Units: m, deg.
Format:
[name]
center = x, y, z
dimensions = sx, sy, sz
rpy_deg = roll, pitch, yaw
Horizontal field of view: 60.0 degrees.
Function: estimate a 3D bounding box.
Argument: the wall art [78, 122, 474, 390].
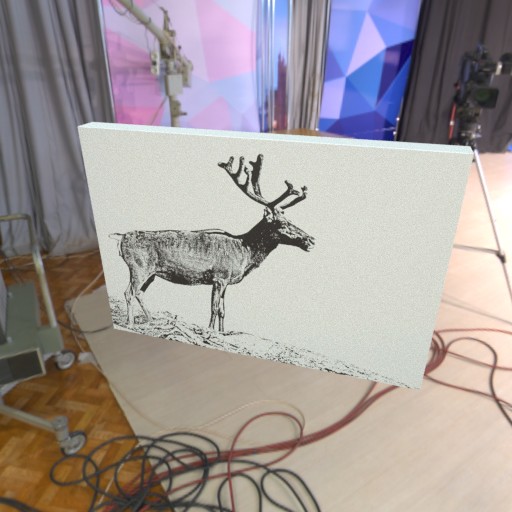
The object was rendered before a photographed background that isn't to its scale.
[wall art]
center = 0.000, 0.000, 0.771
dimensions = 0.608, 0.414, 0.042
rpy_deg = 8, 28, 15
